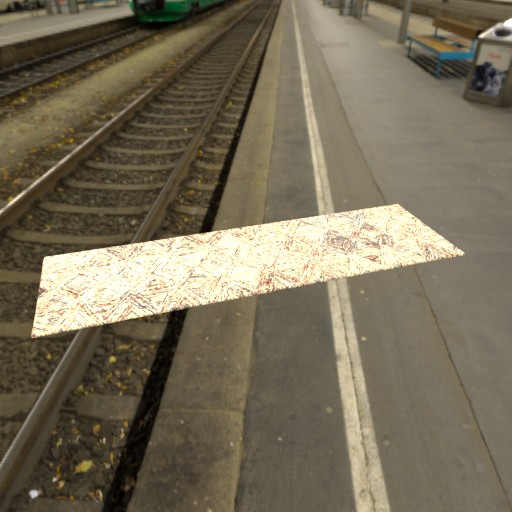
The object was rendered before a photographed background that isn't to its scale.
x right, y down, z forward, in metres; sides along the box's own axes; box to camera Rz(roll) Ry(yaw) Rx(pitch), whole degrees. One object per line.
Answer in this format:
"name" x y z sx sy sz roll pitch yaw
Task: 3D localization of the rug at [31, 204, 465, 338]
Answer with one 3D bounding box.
"rug" 0.000 0.000 2.514 2.292 0.015 0.688 -10 33 -15
